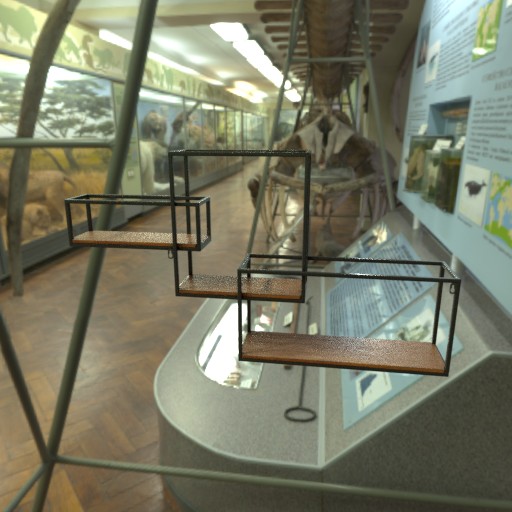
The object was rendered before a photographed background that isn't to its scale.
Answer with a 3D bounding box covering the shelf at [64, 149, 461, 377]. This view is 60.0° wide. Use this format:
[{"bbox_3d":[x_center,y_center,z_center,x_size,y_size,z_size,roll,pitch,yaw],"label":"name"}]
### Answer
[{"bbox_3d":[0.000,0.000,2.106,1.781,0.972,0.275,2,16,8],"label":"shelf"}]
